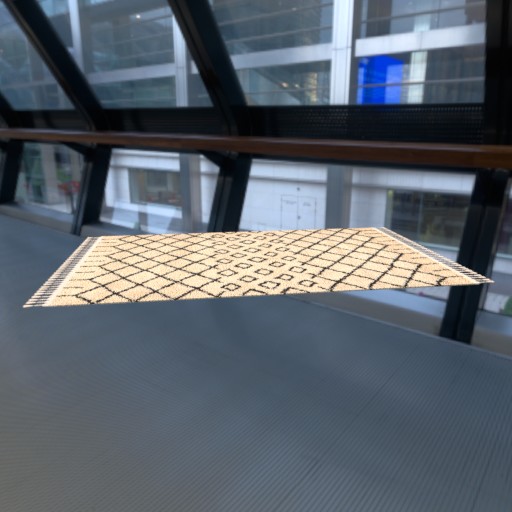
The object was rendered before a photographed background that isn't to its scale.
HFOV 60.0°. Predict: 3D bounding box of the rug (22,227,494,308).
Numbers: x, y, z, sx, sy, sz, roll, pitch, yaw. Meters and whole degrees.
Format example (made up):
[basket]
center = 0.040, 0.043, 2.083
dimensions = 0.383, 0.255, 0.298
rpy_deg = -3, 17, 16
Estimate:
[rug]
center = 0.000, 0.000, 2.422
dimensions = 2.006, 0.008, 1.196
rpy_deg = -2, 16, -8
